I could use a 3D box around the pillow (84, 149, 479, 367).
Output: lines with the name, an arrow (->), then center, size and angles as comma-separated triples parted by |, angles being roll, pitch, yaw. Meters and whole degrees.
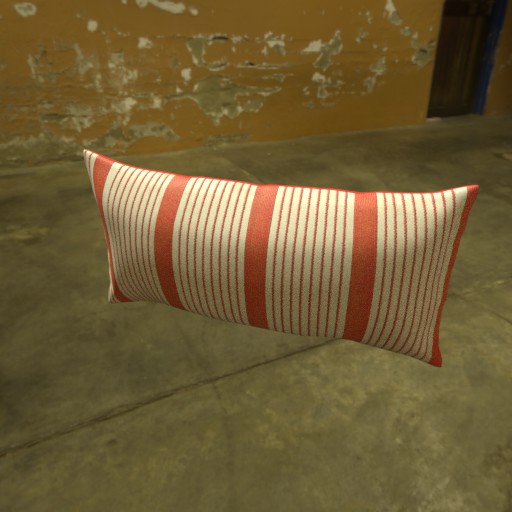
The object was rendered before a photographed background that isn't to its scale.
pillow -> 0.000, 0.000, 0.713 | 0.608, 0.297, 0.151 | 8, 27, 17
